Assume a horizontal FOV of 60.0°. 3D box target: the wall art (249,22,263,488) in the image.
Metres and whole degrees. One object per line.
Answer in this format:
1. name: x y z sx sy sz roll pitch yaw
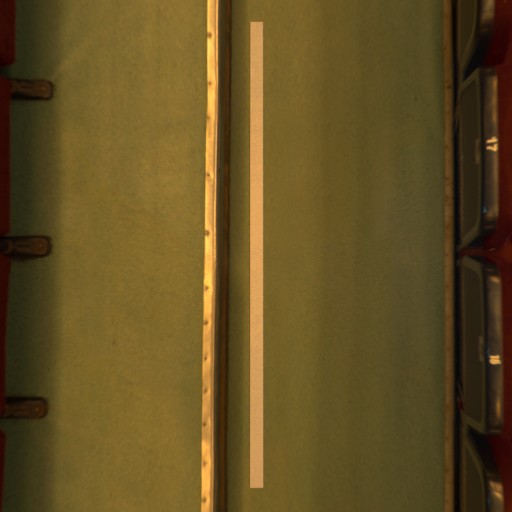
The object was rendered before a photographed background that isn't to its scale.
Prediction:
1. wall art: 0.000 0.000 1.190 0.027 0.610 0.932 0 88 0
